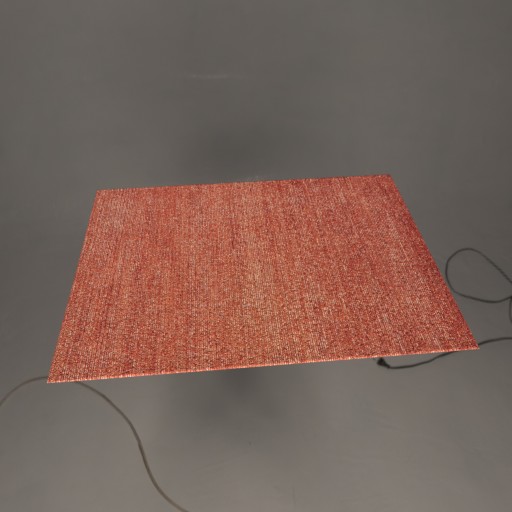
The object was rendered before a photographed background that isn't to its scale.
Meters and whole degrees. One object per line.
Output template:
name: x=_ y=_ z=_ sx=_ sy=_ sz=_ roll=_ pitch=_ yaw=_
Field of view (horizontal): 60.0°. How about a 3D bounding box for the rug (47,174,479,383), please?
rug: x=0.000 y=0.000 z=5.013 sx=3.965 sy=0.025 sz=2.803 roll=-4 pitch=46 yaw=-4
